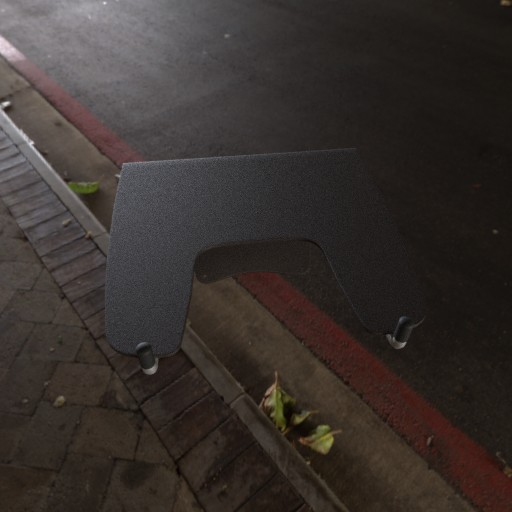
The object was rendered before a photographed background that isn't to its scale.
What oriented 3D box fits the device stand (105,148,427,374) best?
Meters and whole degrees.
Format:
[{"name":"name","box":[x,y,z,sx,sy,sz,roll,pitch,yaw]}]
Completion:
[{"name":"device stand","box":[0.000,0.000,0.369,0.230,0.092,0.230,-5,45,-5]}]
